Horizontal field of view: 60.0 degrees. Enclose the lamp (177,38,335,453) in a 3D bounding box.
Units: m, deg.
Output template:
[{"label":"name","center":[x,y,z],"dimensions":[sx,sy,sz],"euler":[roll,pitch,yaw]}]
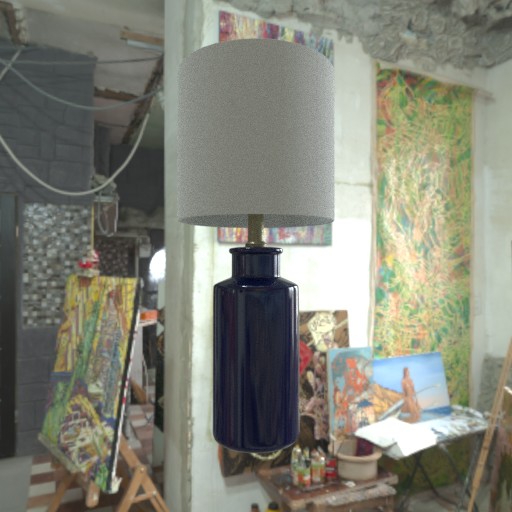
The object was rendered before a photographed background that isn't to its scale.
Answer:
[{"label":"lamp","center":[0.000,0.000,0.606],"dimensions":[0.212,0.493,0.212],"euler":[-1,-1,36]}]
